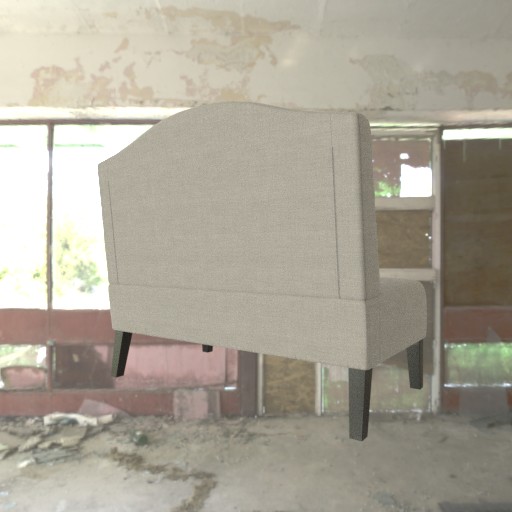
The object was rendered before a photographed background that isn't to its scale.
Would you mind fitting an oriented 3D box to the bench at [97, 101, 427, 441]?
[{"bbox_3d":[0.000,0.000,2.052,1.335,1.180,0.815,0,0,36],"label":"bench"}]
